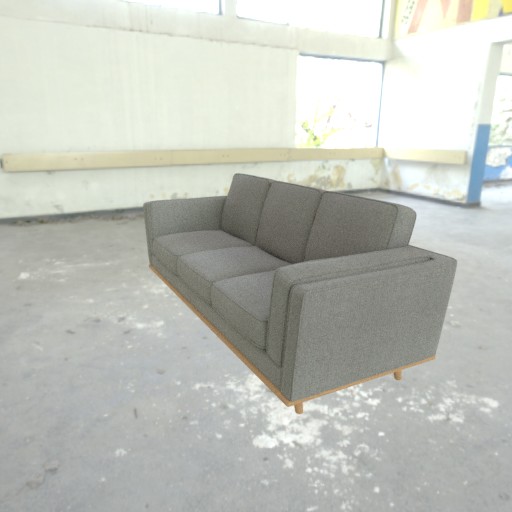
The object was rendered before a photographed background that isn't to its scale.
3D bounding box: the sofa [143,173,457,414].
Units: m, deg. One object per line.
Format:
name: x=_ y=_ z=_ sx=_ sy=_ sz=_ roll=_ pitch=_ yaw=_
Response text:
sofa: x=0.000 y=0.000 z=2.864 sx=0.903 sy=0.899 sz=2.362 roll=-8 pitch=18 yaw=-27
